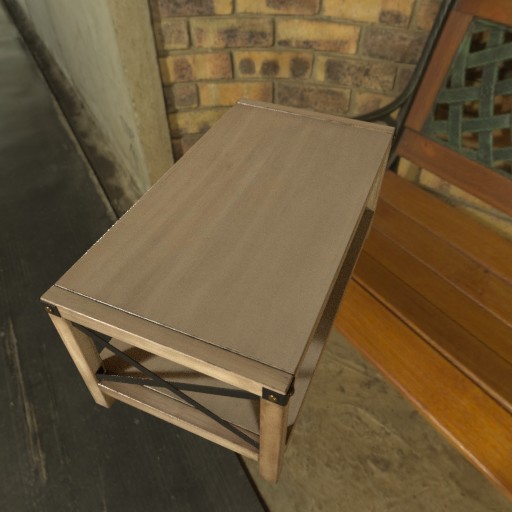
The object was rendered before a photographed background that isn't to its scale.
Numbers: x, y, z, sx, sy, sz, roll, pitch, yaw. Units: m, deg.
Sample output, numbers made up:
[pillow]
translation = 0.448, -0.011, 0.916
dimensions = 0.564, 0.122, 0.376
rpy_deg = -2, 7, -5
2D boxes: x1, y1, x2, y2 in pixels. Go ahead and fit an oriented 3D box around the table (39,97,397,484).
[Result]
[table]
translation = 0.000, 0.000, 1.320
dimensions = 0.559, 0.456, 1.016
rpy_deg = 17, 47, 16
